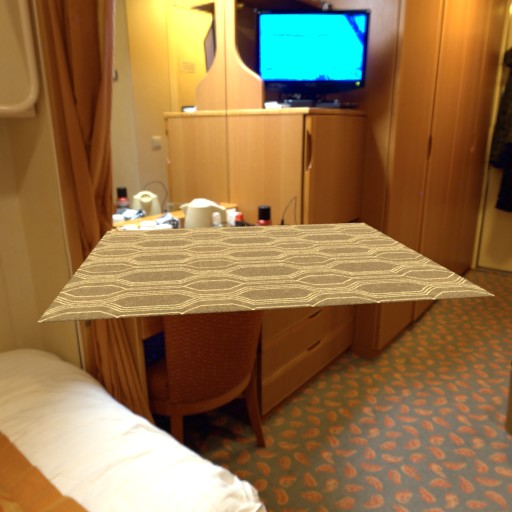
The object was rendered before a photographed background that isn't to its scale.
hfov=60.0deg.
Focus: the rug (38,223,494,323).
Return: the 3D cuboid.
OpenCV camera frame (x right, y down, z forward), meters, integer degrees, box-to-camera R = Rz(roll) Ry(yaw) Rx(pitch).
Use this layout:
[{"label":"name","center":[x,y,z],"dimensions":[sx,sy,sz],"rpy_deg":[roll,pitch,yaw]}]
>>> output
[{"label":"rug","center":[0.000,0.000,4.090],"dimensions":[3.062,0.012,2.457],"rpy_deg":[-2,17,-8]}]
